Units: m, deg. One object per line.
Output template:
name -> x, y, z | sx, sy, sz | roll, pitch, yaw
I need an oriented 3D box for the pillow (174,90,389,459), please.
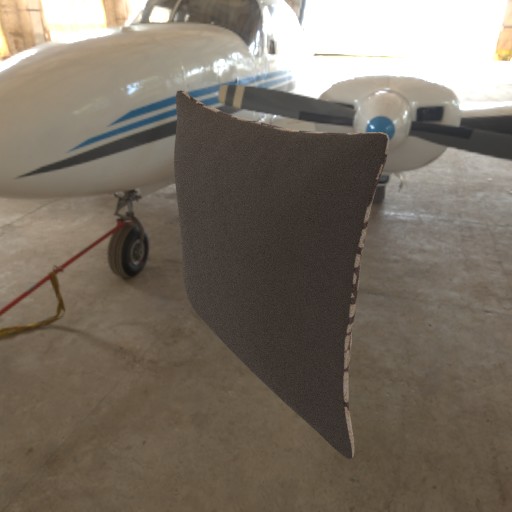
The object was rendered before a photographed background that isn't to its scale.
pillow -> 0.000, 0.000, 0.780 | 0.166, 0.507, 0.526 | -17, 31, -30
